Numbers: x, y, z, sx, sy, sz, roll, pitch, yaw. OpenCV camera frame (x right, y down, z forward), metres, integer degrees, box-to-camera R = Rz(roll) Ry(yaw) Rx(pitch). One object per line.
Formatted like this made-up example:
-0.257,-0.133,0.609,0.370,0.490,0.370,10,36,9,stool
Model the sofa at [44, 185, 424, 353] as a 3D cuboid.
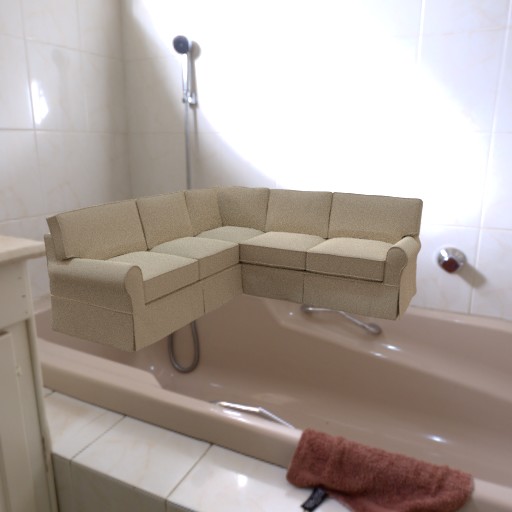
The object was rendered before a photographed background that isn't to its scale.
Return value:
0.000,0.000,4.137,2.597,1.070,2.591,7,16,27,sofa
